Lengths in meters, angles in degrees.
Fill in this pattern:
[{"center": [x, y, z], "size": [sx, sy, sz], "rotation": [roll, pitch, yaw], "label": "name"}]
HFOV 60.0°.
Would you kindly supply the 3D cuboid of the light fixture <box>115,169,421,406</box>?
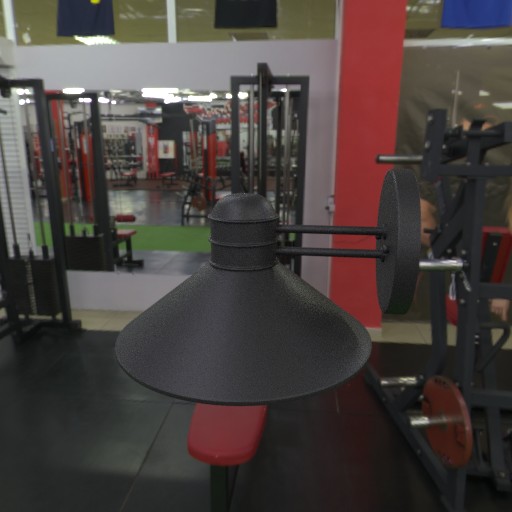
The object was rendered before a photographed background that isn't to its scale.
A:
[{"center": [0.000, 0.000, 0.676], "size": [0.434, 0.265, 0.396], "rotation": [2, 15, 8], "label": "light fixture"}]
